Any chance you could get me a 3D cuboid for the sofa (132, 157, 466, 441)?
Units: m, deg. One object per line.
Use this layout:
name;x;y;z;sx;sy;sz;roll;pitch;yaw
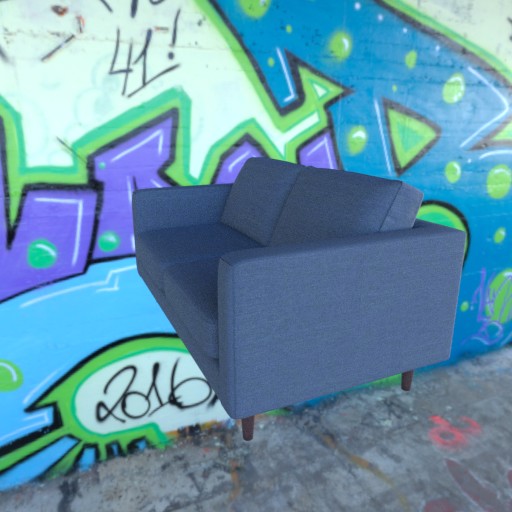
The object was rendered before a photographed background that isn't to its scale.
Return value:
sofa;0.000;0.000;2.267;0.999;0.907;1.659;-7;18;-24
